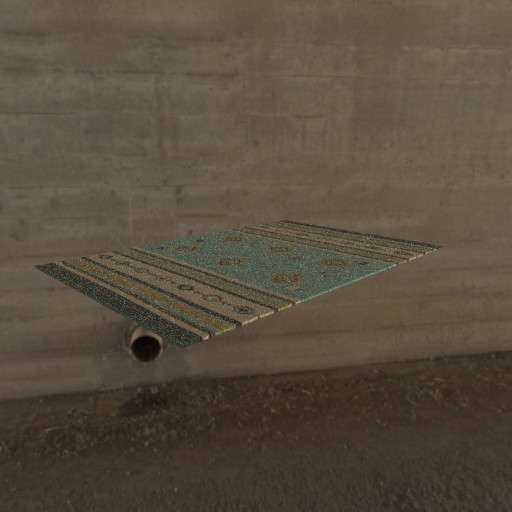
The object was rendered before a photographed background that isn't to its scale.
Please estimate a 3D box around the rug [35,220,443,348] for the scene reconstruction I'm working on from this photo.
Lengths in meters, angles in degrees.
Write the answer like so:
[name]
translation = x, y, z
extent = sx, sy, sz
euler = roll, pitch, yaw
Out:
[rug]
translation = 0.000, 0.000, 2.339
extent = 1.811, 0.010, 1.212
euler = -14, 20, -43
